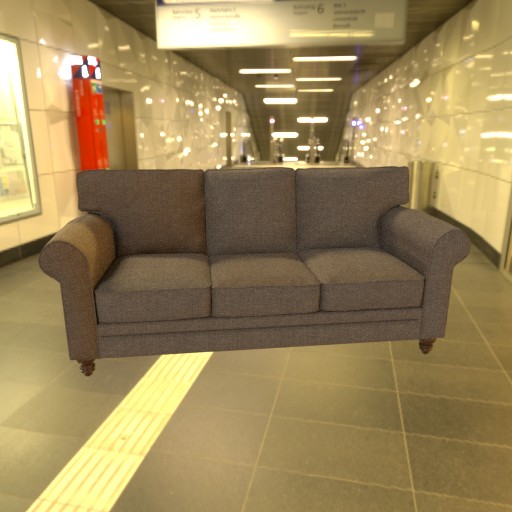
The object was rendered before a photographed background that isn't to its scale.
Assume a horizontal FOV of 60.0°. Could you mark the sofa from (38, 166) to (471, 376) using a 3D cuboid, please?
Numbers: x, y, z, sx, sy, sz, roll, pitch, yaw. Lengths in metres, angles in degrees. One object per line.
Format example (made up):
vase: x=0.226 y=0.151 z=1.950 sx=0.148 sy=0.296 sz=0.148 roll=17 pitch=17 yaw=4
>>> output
sofa: x=0.000 y=0.000 z=2.536 sx=2.084 sy=0.961 sz=0.916 roll=-2 pitch=16 yaw=-7
